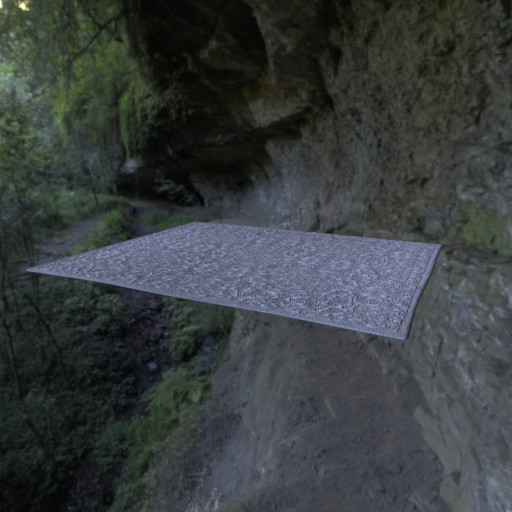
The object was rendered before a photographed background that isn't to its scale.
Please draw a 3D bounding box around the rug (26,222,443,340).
[{"bbox_3d":[0.000,0.000,4.072,3.017,0.035,2.472,7,16,25],"label":"rug"}]
